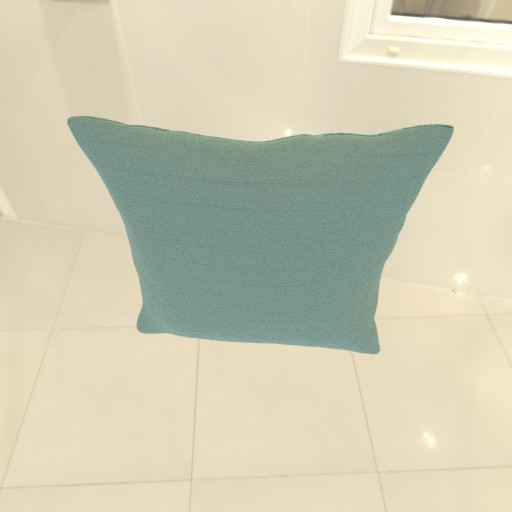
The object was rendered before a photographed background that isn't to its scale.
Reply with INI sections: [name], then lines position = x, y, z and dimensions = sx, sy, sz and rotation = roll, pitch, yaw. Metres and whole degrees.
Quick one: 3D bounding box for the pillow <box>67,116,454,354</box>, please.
[pillow]
position = 0.000, 0.000, 0.694
dimensions = 0.470, 0.464, 0.175
rotation = 3, 47, 3
